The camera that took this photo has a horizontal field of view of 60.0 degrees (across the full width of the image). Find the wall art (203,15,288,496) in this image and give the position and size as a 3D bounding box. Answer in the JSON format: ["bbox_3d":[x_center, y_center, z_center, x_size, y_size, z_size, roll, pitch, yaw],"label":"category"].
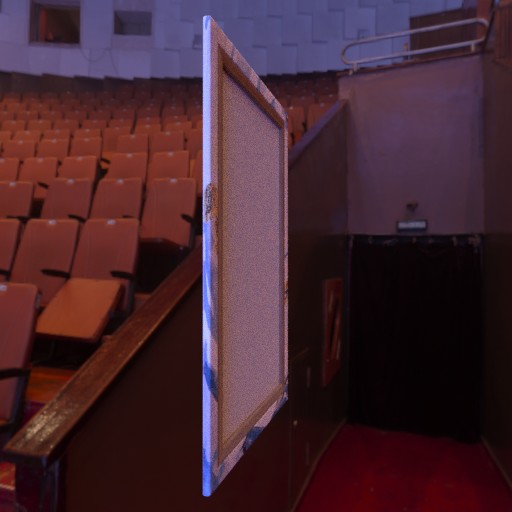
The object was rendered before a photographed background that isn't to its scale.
[{"bbox_3d":[0.000,0.000,1.130,0.016,0.914,0.610,0,0,18],"label":"wall art"}]
